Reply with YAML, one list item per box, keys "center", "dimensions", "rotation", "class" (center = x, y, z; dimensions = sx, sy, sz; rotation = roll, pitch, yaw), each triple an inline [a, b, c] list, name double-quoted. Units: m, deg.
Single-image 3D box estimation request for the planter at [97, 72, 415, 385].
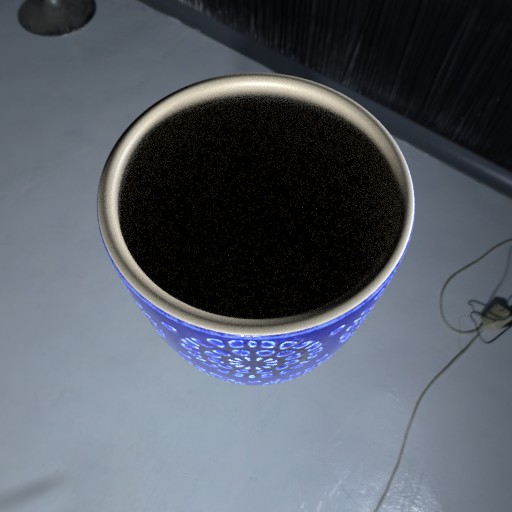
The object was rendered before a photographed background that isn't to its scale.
- center: [0.000, 0.000, 0.200]
  dimensions: [0.109, 0.112, 0.109]
  rotation: [0, 63, 0]
  class: "planter"
